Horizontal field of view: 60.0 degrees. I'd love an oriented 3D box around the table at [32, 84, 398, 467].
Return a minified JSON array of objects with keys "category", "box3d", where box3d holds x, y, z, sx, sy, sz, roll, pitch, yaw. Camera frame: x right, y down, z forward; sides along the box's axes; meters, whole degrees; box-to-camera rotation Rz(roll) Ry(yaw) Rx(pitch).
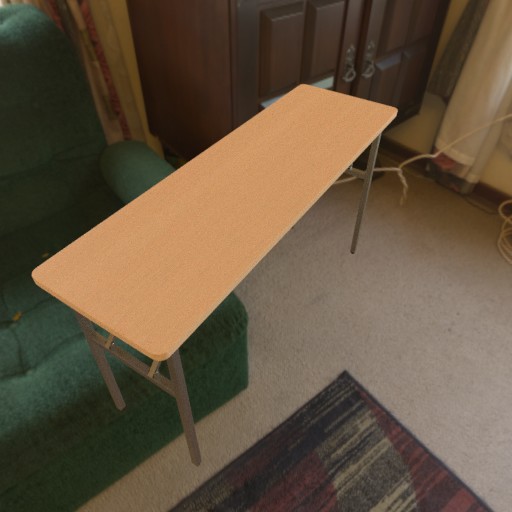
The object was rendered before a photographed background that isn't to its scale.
[{"category":"table","box3d":[0.000,0.000,1.695,0.446,0.750,1.397,25,49,24]}]
